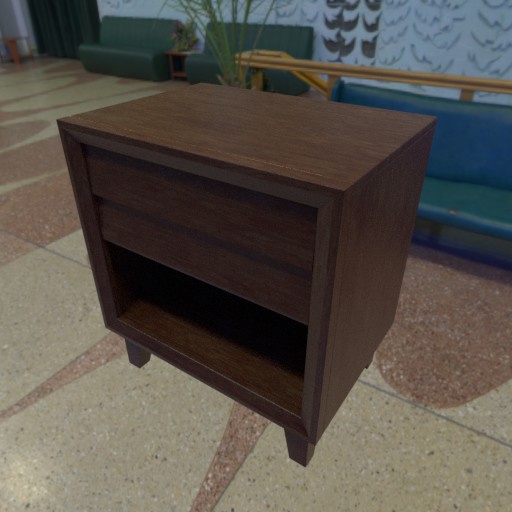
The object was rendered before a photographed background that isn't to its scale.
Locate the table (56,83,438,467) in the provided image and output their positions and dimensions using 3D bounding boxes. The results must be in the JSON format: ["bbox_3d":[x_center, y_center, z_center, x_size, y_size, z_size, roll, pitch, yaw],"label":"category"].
[{"bbox_3d":[0.000,0.000,0.975,0.557,0.609,0.449,20,37,29],"label":"table"}]
